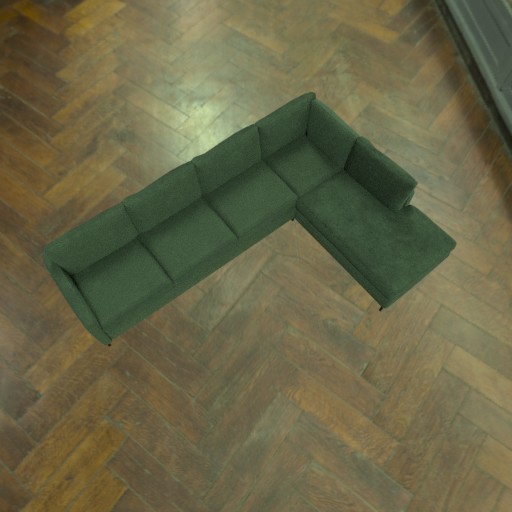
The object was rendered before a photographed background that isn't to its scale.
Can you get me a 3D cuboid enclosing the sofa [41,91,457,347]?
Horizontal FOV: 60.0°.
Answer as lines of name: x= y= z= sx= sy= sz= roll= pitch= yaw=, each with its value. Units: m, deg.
sofa: x=0.000 y=0.000 z=3.221 sx=2.486 sy=0.687 sz=1.707 roll=-35 pitch=68 yaw=-17
